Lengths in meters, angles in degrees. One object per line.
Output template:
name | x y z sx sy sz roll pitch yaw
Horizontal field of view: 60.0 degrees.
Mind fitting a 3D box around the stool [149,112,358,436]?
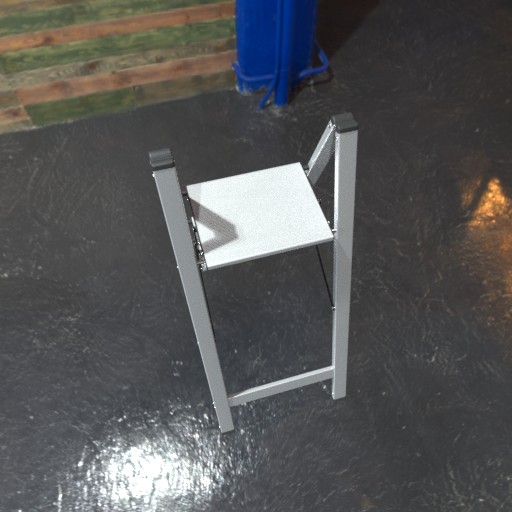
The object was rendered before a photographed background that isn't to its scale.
stool | 0.000 0.000 1.286 0.441 0.902 0.730 -13 59 -8
